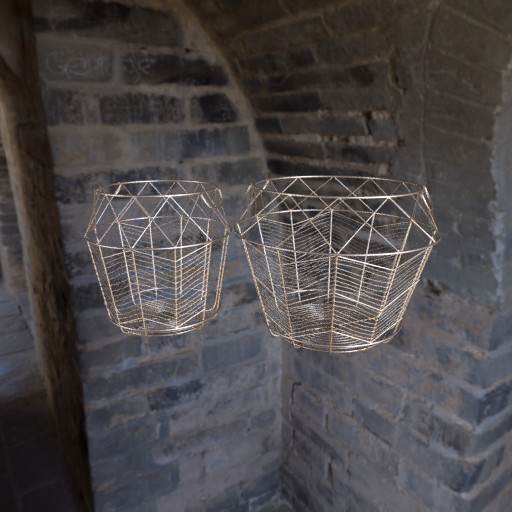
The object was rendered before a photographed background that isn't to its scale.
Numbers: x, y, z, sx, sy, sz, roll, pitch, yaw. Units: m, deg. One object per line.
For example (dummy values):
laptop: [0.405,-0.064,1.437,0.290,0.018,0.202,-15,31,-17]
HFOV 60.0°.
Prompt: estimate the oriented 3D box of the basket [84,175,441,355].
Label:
basket: [0.000,0.000,1.045,0.805,0.343,0.451,2,16,8]
